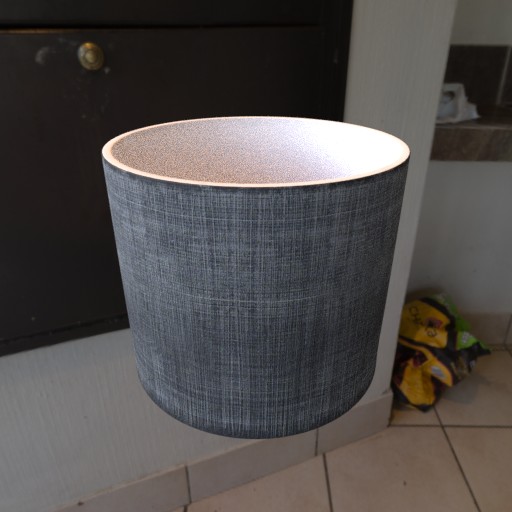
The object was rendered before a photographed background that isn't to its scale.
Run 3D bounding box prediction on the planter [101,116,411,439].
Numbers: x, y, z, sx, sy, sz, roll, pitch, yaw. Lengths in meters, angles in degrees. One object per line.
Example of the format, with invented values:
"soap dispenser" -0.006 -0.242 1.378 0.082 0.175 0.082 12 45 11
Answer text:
"planter" 0.000 0.000 0.431 0.254 0.221 0.254 0 27 0
